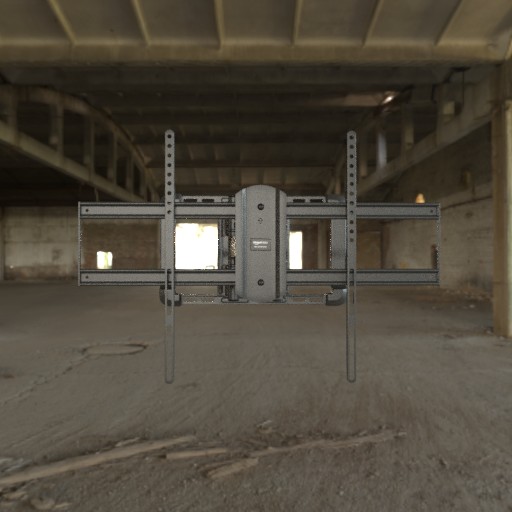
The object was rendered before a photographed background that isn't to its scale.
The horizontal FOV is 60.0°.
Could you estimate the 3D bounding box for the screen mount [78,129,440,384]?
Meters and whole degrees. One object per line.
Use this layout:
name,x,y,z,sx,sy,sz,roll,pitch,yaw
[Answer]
screen mount,0.000,0.000,1.284,0.725,0.483,0.905,0,0,-1
